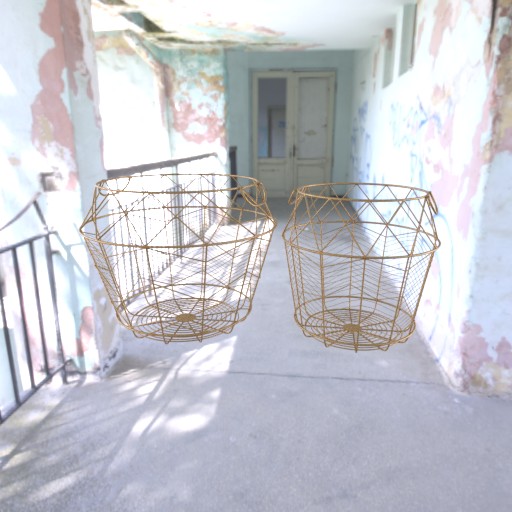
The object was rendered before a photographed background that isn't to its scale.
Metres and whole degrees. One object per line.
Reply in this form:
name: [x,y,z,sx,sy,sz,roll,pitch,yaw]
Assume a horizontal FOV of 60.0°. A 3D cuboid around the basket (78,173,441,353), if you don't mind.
basket: [0.000,0.000,1.037,0.805,0.343,0.451,2,16,8]
